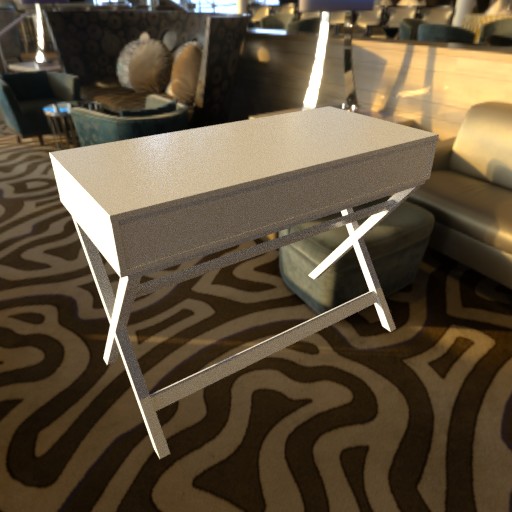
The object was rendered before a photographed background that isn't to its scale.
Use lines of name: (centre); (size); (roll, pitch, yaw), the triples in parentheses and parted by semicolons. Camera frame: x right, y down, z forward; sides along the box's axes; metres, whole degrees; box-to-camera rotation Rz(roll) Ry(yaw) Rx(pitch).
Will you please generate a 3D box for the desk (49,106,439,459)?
desk: (0.000, 0.000, 1.516); (1.059, 0.780, 0.509); (-19, 35, -29)
